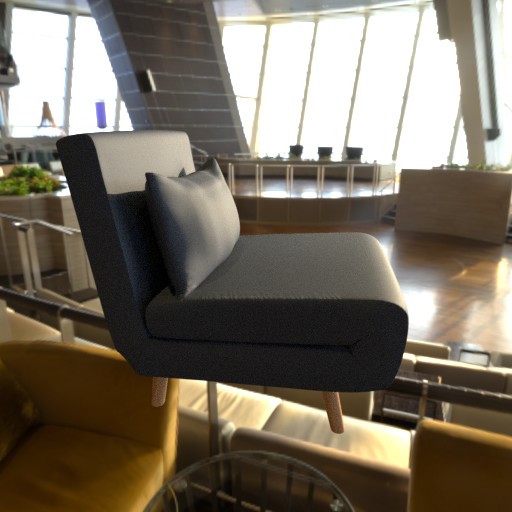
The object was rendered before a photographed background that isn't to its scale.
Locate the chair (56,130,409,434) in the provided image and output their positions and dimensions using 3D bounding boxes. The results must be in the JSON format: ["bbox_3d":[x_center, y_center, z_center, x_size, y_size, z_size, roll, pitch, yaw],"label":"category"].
[{"bbox_3d":[0.000,0.000,1.477,0.900,0.808,0.770,3,16,9],"label":"chair"}]
